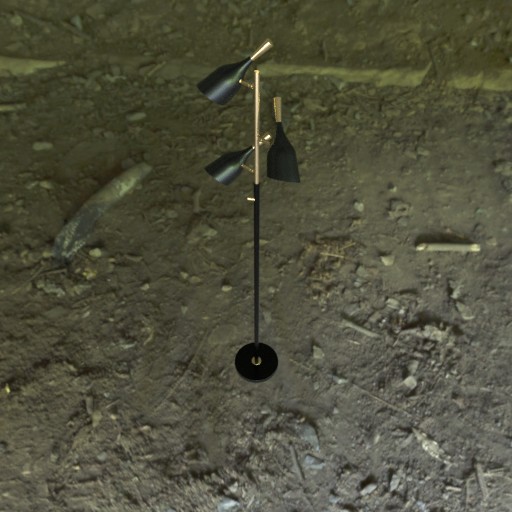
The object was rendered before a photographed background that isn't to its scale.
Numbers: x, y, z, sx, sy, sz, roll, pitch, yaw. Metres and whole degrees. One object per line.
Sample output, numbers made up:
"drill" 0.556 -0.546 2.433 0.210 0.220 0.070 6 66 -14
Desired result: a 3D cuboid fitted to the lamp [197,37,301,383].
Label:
"lamp" 0.000 0.000 1.941 0.434 1.778 0.253 33 54 28
